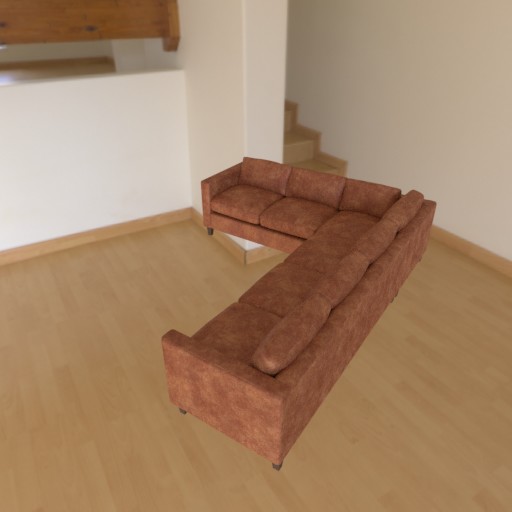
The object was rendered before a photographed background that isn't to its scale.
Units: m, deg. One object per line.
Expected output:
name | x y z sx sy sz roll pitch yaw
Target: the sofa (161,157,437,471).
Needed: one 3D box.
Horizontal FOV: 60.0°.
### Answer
sofa | 0.000 0.000 4.203 2.438 0.838 3.150 19 35 29
